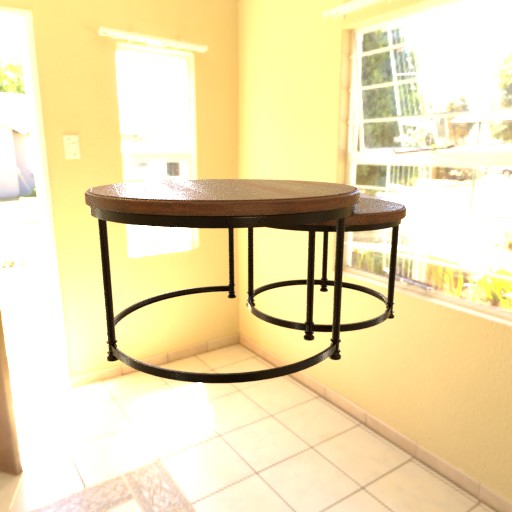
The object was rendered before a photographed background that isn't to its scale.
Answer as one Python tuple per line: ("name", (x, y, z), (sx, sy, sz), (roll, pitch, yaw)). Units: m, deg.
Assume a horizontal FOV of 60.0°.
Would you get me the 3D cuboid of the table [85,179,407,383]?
("table", (0.000, 0.000, 1.616), (1.152, 0.516, 0.870), (-12, 18, -43))
